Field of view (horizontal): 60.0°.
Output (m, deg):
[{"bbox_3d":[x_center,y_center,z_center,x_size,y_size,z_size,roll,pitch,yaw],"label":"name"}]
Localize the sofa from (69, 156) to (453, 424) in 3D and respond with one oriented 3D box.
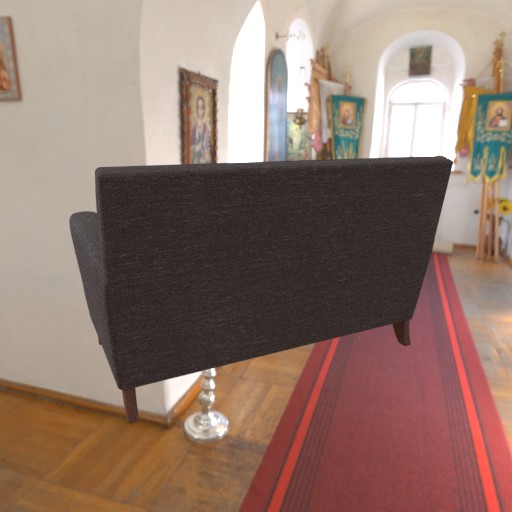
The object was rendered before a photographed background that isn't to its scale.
[{"bbox_3d":[0.000,0.000,2.044,1.509,0.905,0.867,-8,17,-26],"label":"sofa"}]
